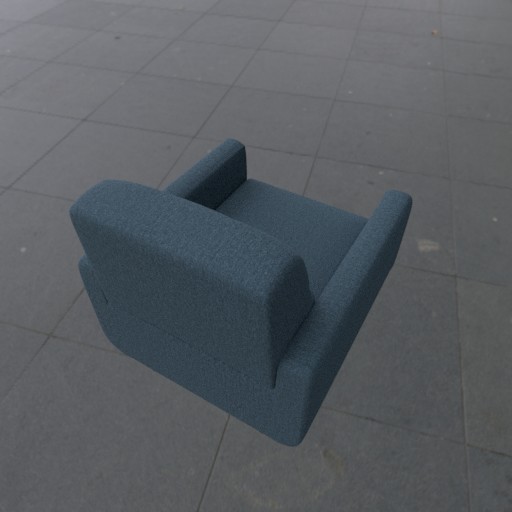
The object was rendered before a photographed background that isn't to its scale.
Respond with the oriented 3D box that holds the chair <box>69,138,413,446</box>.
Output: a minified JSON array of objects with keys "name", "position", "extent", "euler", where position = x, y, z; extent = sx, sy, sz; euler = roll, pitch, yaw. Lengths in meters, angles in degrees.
[{"name":"chair","position":[0.000,0.000,1.683],"extent":[0.880,0.940,0.964],"euler":[23,49,21]}]
